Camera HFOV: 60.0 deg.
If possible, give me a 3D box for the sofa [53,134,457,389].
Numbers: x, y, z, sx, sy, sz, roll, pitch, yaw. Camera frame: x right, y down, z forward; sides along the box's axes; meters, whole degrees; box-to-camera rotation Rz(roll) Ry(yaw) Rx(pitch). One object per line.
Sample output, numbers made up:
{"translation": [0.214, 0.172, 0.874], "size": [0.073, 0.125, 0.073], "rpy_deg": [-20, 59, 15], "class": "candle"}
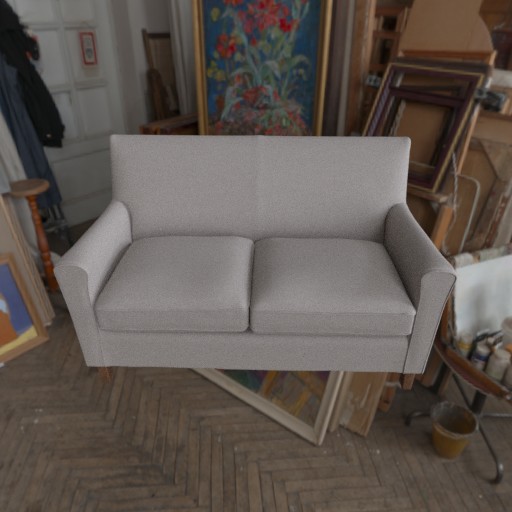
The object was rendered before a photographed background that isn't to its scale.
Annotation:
{"translation": [0.000, 0.000, 2.030], "size": [1.482, 0.890, 0.888], "rpy_deg": [1, 29, 2], "class": "sofa"}
